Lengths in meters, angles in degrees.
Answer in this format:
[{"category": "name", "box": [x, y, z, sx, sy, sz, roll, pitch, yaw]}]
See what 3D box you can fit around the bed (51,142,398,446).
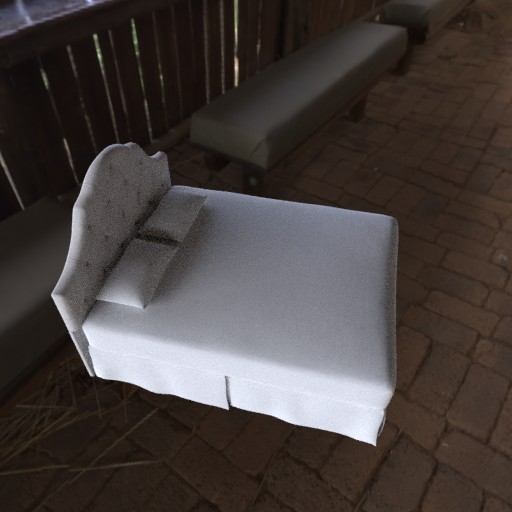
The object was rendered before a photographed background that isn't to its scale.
[{"category": "bed", "box": [0.000, 0.000, 3.744, 2.477, 1.617, 2.039, 9, 45, 10]}]
